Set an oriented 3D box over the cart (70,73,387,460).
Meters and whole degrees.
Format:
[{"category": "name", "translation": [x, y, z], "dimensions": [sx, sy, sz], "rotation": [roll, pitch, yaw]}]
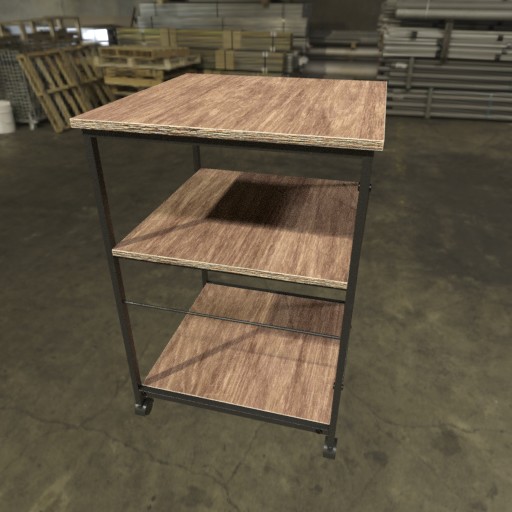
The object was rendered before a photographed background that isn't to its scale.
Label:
[{"category": "cart", "translation": [0.000, 0.000, 1.108], "dimensions": [0.520, 0.762, 0.521], "rotation": [8, 31, 13]}]
